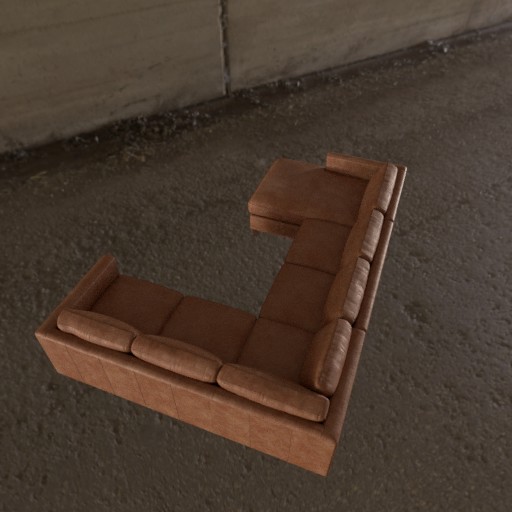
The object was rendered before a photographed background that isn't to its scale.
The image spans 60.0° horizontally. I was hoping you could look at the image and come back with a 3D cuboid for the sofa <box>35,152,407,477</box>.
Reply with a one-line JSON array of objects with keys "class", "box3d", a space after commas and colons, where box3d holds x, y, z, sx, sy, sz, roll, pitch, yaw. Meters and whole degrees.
[{"class": "sofa", "box3d": [0.000, 0.000, 4.484, 2.430, 0.832, 3.401, 15, 47, 15]}]
